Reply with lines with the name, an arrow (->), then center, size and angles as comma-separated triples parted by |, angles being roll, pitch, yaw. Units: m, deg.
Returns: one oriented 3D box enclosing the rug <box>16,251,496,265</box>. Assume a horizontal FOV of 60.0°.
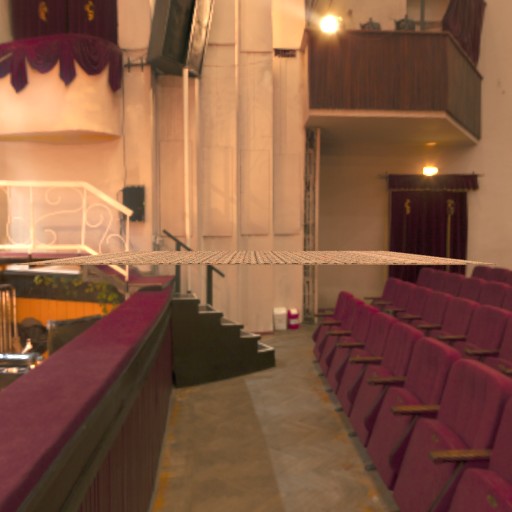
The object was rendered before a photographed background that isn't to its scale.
rug -> 0.000, 0.000, 2.010 | 1.556, 0.006, 1.146 | 0, 3, 0
